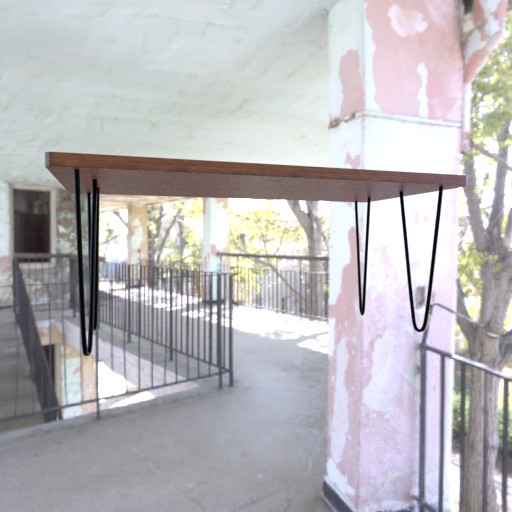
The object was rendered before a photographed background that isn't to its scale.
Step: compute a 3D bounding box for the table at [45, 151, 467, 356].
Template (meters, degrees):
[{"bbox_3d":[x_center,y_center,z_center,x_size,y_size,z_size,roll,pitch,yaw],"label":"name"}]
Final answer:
[{"bbox_3d":[0.000,0.000,2.207,1.791,0.753,0.883,-1,2,-18],"label":"table"}]
